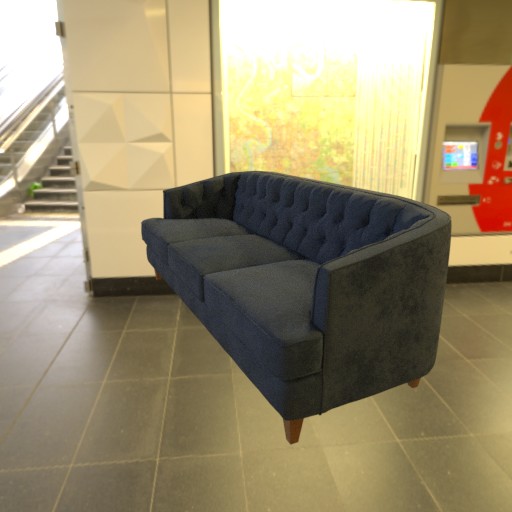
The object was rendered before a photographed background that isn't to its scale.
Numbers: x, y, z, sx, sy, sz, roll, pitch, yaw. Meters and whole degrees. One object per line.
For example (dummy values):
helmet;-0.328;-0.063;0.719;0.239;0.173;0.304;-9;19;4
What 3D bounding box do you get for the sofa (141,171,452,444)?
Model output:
sofa;0.000;0.000;2.663;0.941;0.855;2.278;-8;18;-25
